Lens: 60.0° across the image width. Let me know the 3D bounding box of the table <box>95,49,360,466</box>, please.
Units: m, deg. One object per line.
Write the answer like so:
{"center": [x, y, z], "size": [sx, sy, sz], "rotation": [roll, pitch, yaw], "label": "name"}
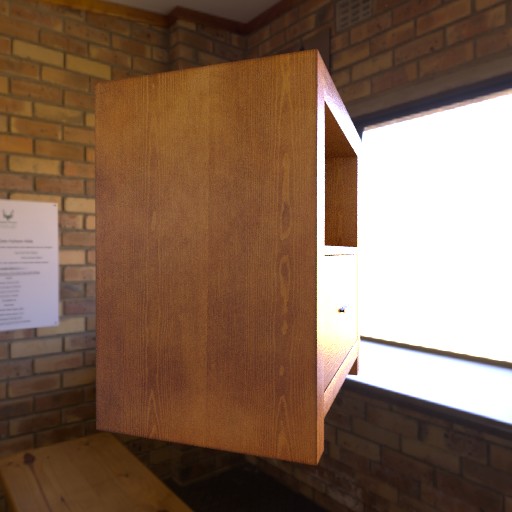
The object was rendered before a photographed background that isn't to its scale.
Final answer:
{"center": [0.000, 0.000, 0.966], "size": [0.400, 0.605, 0.550], "rotation": [0, 1, 20], "label": "table"}
